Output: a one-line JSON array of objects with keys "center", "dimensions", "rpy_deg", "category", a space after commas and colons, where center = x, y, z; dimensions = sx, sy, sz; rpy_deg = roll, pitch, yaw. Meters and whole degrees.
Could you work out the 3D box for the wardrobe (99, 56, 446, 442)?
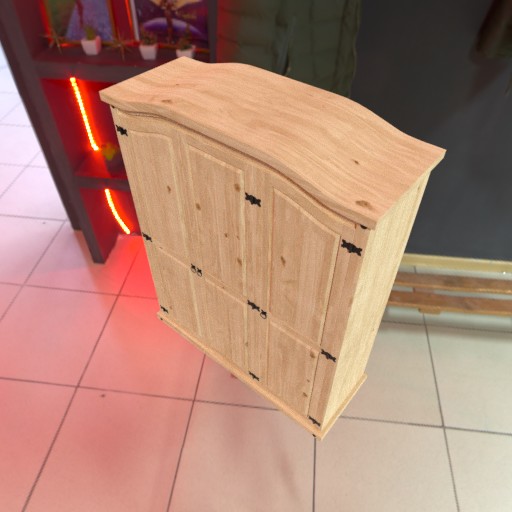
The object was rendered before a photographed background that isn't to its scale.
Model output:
[{"center": [0.000, 0.000, 2.562], "dimensions": [1.500, 1.870, 0.570], "rpy_deg": [30, 53, 27], "category": "wardrobe"}]
